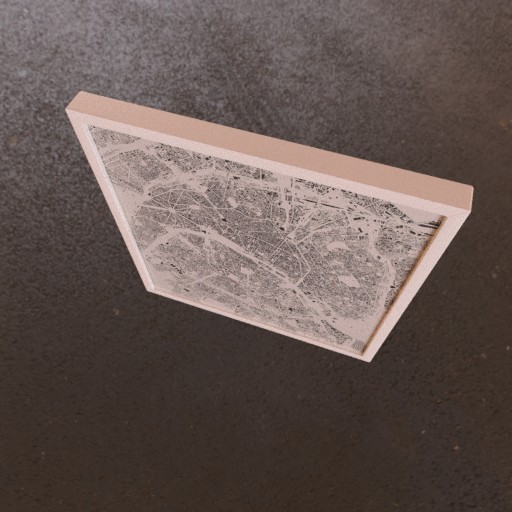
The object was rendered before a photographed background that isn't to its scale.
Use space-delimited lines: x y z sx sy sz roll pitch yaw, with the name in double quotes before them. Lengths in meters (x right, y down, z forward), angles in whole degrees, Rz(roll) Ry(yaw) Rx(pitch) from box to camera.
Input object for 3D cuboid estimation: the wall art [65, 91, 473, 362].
"wall art" 0.000 0.000 0.749 0.508 0.508 0.038 16 60 10
